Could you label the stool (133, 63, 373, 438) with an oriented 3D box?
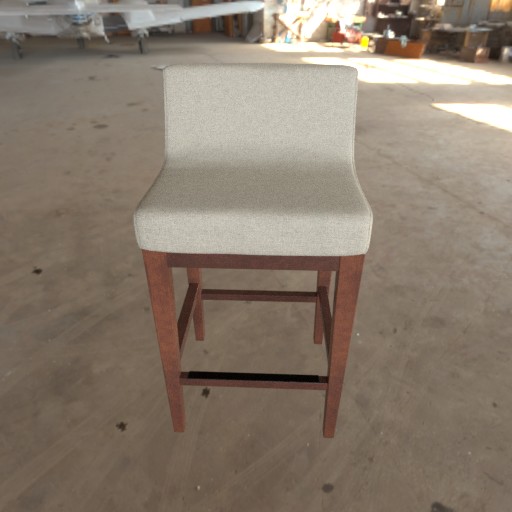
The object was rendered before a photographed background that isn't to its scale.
[{"bbox_3d":[0.000,0.000,1.226,0.511,0.937,0.500,1,31,2],"label":"stool"}]
